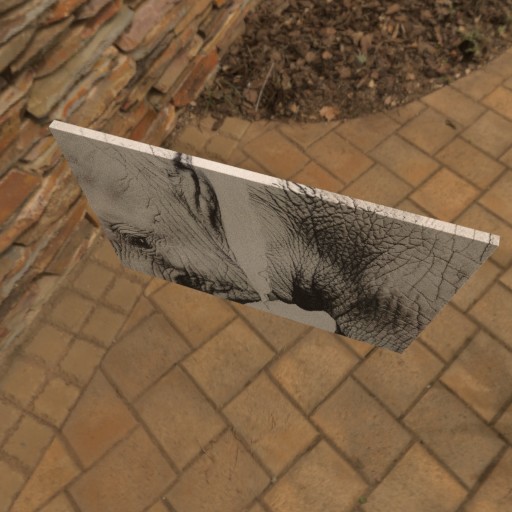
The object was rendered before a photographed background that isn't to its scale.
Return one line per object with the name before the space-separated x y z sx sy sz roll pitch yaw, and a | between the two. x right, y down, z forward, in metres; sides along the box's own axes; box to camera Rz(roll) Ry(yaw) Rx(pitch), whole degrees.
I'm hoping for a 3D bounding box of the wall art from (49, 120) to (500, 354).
wall art | 0.000 0.000 1.124 0.914 0.607 0.023 16 61 9
